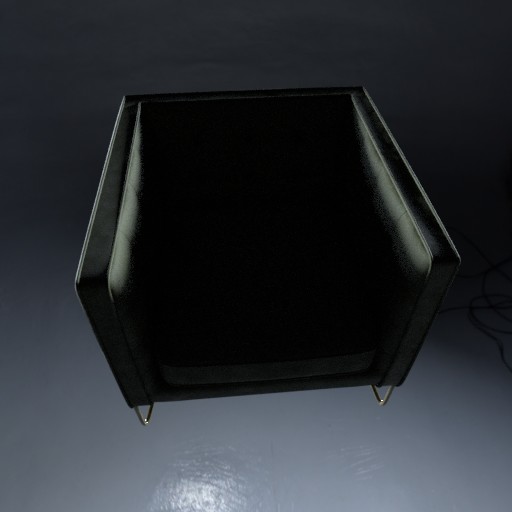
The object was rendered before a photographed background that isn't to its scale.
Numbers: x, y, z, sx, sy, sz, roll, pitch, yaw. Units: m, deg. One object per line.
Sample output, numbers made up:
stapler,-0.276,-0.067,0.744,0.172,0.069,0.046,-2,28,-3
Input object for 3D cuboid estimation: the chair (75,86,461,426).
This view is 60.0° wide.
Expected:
chair,0.000,0.000,1.528,0.880,0.790,0.894,-4,46,-3
